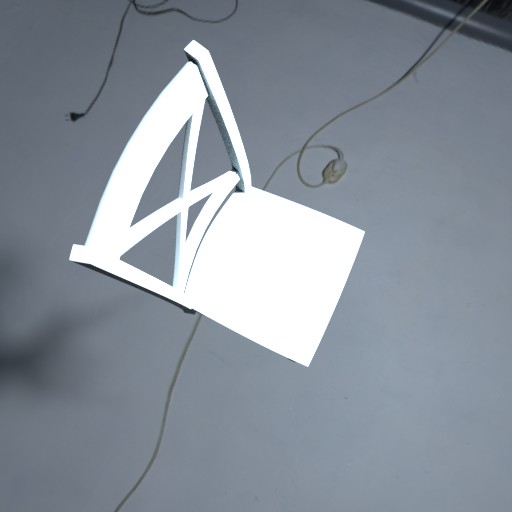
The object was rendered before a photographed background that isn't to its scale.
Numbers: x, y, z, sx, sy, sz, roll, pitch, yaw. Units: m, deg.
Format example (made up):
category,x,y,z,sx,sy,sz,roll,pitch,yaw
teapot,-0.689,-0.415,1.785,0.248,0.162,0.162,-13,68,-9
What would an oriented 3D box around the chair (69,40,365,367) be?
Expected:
category,x,y,z,sx,sy,sz,roll,pitch,yaw
chair,0.000,0.000,1.275,0.542,0.983,0.485,24,78,5
